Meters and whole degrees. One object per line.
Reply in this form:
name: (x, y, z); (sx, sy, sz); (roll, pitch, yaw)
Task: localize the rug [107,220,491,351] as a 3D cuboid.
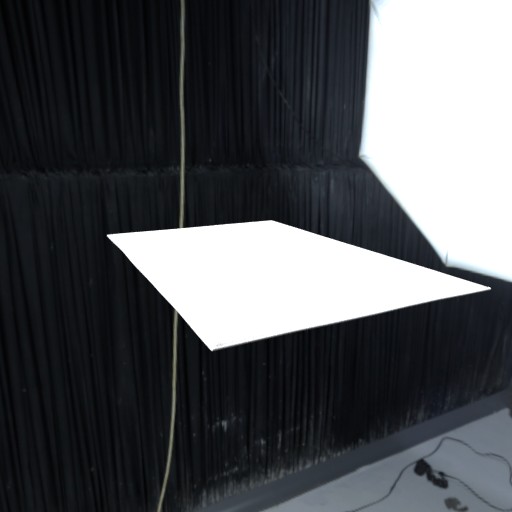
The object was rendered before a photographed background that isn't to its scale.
rug: (0.000, 0.000, 3.479); (1.819, 0.018, 2.746); (-7, 16, -26)
